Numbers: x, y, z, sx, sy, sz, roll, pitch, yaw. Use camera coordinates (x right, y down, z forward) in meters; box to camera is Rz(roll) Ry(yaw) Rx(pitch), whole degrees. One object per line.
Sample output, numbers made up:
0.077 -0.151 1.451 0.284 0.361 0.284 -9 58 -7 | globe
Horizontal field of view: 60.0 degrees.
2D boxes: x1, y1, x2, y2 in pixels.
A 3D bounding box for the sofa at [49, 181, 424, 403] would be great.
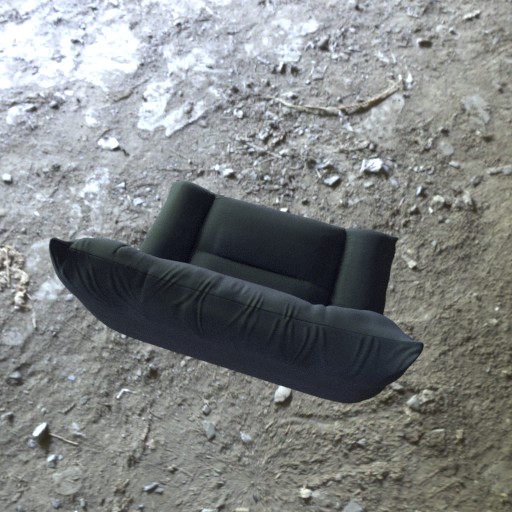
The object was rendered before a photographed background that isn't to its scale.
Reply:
0.000 0.000 1.700 1.122 0.778 0.849 16 64 8 | sofa
